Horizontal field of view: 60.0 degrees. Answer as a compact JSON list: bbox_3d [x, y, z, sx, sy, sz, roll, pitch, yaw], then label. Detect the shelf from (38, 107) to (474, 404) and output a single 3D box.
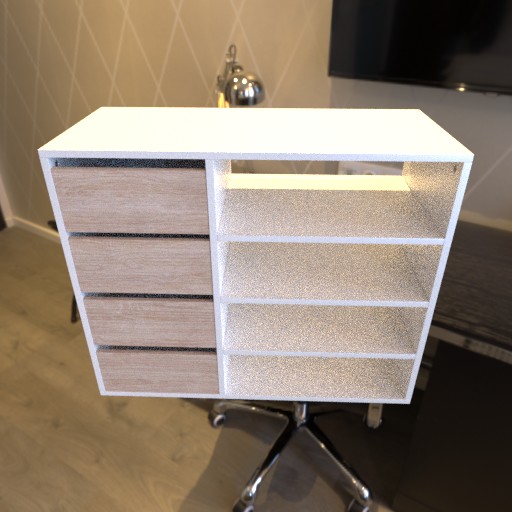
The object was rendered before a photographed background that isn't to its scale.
[{"bbox_3d":[0.000,0.000,1.265,0.895,0.732,0.396,1,31,2],"label":"shelf"}]
